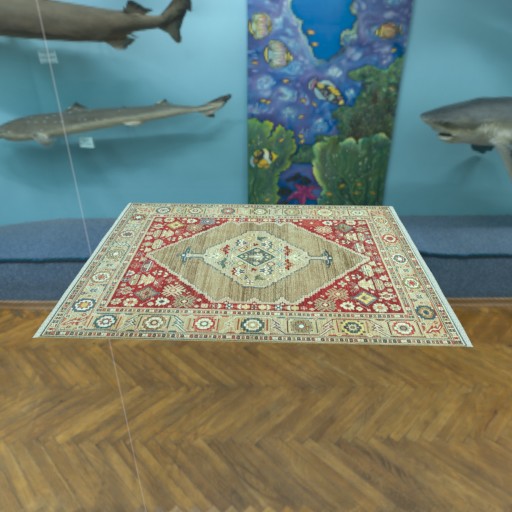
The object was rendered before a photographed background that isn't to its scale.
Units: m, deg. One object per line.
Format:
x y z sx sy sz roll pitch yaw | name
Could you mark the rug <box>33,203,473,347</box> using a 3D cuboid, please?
0.000 0.000 4.200 3.143 0.008 2.451 1 30 2 | rug
